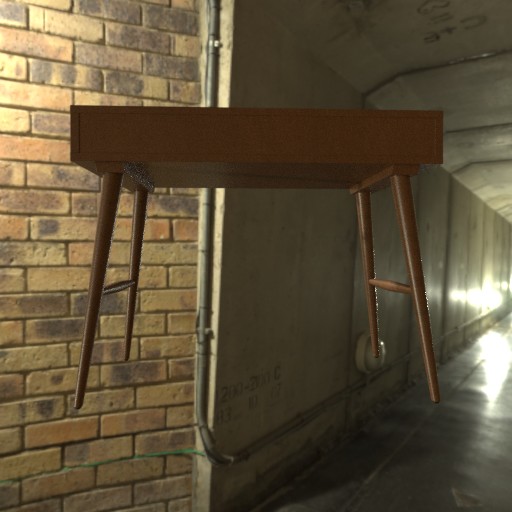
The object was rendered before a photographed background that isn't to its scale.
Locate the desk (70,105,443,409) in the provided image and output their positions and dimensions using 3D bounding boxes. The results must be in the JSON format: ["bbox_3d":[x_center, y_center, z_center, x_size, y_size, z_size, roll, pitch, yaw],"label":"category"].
[{"bbox_3d":[0.000,0.000,1.368,0.949,0.758,0.510,0,1,-3],"label":"desk"}]
